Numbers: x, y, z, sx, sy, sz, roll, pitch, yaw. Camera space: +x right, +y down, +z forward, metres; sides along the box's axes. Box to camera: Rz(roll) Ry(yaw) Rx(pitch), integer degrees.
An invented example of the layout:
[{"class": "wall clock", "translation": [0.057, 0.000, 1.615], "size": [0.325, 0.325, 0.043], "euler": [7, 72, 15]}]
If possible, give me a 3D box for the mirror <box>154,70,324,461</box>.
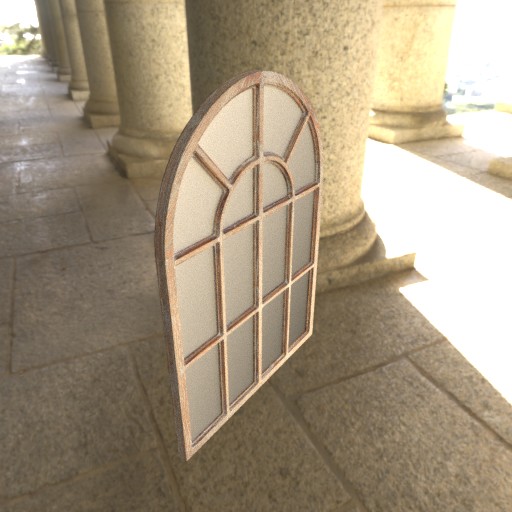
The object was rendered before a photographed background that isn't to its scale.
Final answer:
[{"class": "mirror", "translation": [0.000, 0.000, 1.188], "size": [0.032, 0.920, 0.660], "euler": [19, 33, 31]}]
